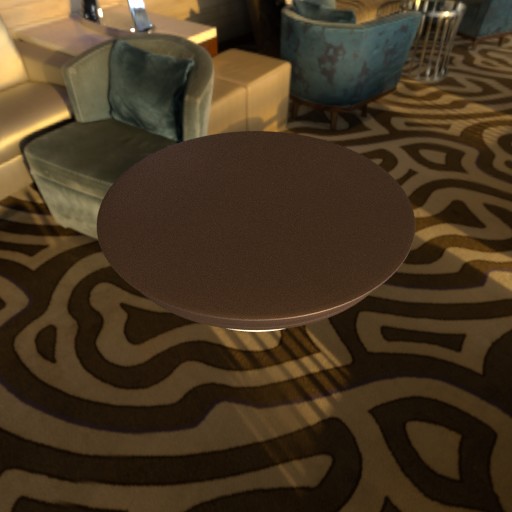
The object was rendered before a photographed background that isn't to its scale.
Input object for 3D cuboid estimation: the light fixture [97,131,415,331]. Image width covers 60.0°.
[{"bbox_3d":[0.000,0.000,0.446,0.280,0.135,0.280,0,42,0],"label":"light fixture"}]
